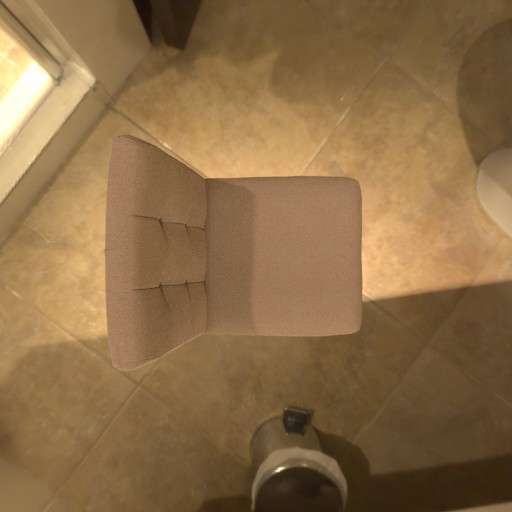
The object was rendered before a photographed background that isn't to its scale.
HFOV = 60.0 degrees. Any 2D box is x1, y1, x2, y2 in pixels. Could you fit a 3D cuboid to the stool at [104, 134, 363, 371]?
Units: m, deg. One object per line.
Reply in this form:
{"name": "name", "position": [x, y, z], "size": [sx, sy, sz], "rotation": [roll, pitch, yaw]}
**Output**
{"name": "stool", "position": [0.000, 0.000, 1.270], "size": [0.548, 1.047, 0.411], "rotation": [0, 89, -1]}
